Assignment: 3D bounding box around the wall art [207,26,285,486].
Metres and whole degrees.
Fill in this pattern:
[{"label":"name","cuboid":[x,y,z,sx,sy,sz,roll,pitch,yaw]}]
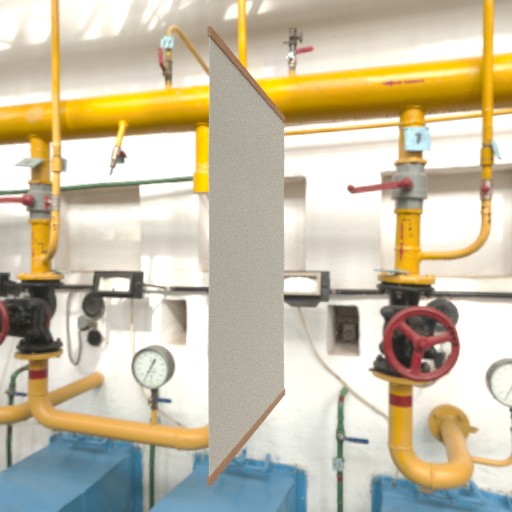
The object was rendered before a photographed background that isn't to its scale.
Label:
[{"label":"wall art","cuboid":[0.000,0.000,1.954,0.019,1.527,1.019,0,0,18]}]
